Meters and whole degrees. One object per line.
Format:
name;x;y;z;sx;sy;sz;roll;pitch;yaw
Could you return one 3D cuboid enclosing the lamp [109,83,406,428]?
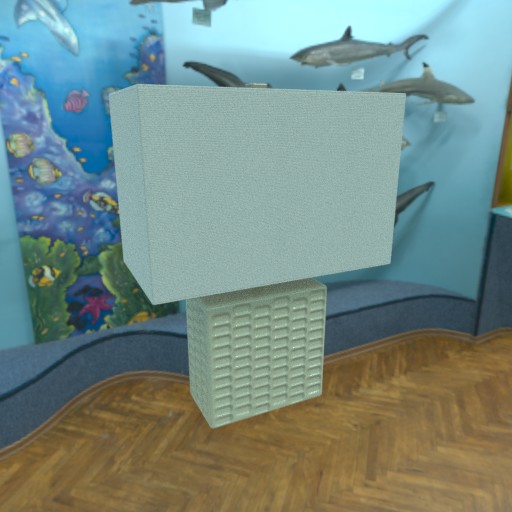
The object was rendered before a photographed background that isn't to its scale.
lamp;0.000;0.000;0.709;0.380;0.515;0.200;-8;19;-25
